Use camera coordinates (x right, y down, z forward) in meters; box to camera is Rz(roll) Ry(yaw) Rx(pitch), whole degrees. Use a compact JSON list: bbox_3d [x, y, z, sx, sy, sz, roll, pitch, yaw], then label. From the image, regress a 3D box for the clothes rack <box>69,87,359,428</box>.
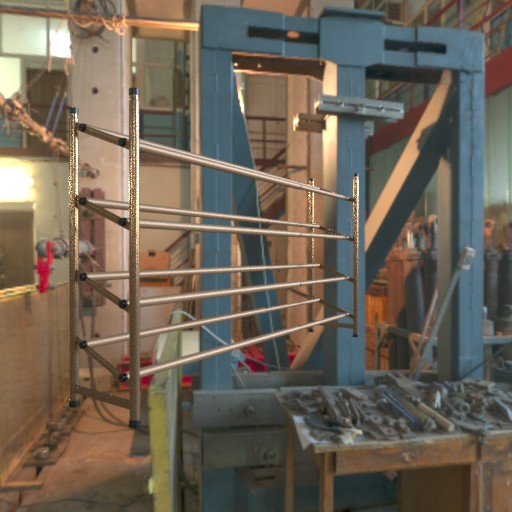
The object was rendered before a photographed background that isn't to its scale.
[{"bbox_3d":[0.000,0.000,1.411,0.229,0.672,1.168,0,0,35],"label":"clothes rack"}]
